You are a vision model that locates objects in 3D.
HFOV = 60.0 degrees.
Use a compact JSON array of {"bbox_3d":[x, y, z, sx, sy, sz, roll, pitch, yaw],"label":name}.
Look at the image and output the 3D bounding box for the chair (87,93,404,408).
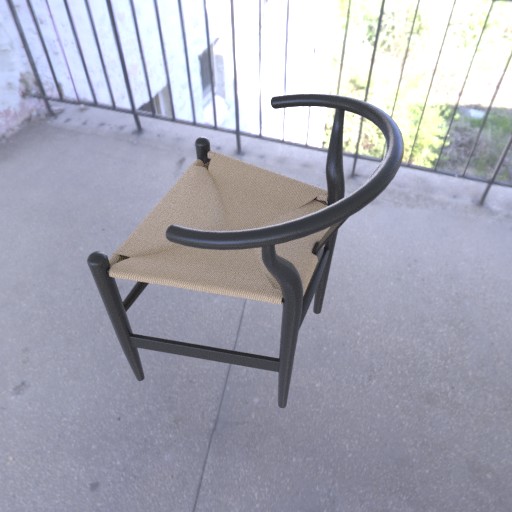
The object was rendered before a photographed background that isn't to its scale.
[{"bbox_3d":[0.000,0.000,1.131,0.570,0.739,0.570,16,48,15],"label":"chair"}]
